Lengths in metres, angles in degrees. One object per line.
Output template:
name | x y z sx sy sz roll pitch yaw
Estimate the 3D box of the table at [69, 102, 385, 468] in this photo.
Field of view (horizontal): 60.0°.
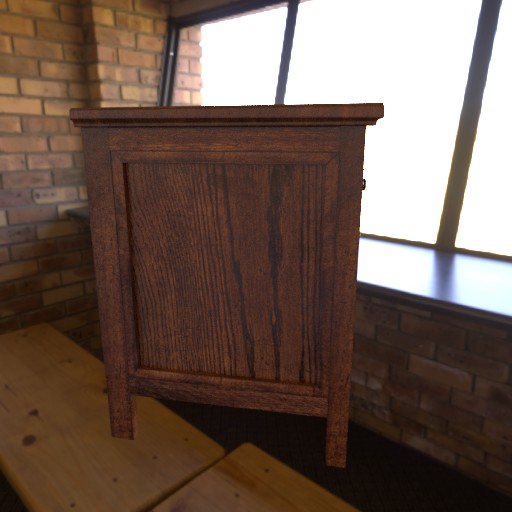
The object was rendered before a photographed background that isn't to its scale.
table | 0.000 0.000 0.980 0.461 0.597 0.586 3 15 11
